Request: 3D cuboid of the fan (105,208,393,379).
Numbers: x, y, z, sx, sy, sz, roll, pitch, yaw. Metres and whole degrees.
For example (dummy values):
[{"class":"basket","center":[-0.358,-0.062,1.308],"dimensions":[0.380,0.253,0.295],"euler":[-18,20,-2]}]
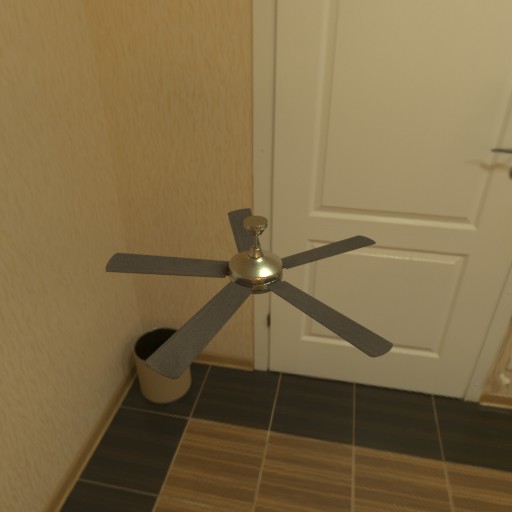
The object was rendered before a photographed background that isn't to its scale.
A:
[{"class":"fan","center":[0.000,0.000,1.998],"dimensions":[1.321,0.356,1.321],"euler":[-9,33,-15]}]
